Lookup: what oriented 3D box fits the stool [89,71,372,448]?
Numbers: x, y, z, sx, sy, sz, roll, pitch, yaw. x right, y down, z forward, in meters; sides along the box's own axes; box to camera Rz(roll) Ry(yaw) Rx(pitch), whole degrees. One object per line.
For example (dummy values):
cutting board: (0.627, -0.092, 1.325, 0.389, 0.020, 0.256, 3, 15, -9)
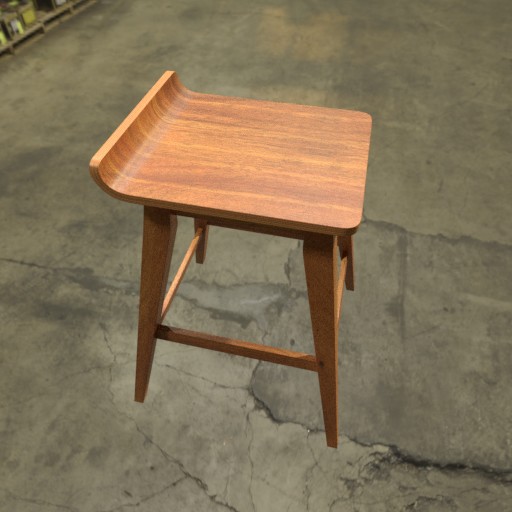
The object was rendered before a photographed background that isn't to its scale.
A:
stool: (0.000, 0.000, 0.986, 0.500, 0.650, 0.500, 10, 47, 9)
